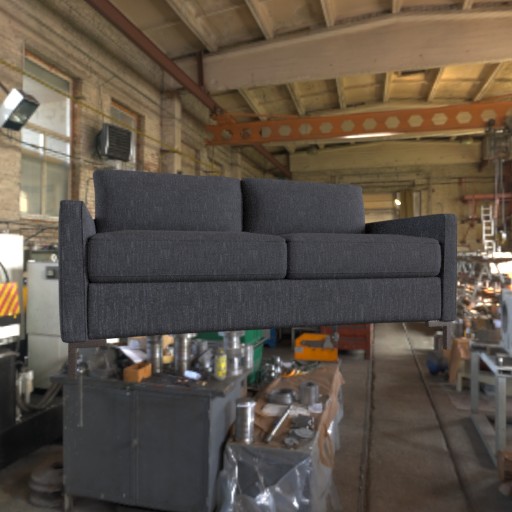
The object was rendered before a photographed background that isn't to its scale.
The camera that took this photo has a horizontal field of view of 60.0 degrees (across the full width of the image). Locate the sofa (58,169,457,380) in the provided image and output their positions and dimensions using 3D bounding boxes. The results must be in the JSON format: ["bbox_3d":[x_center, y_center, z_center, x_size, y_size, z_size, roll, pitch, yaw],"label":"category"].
[{"bbox_3d":[0.000,0.000,2.168,1.716,0.862,0.866,0,0,-18],"label":"sofa"}]
